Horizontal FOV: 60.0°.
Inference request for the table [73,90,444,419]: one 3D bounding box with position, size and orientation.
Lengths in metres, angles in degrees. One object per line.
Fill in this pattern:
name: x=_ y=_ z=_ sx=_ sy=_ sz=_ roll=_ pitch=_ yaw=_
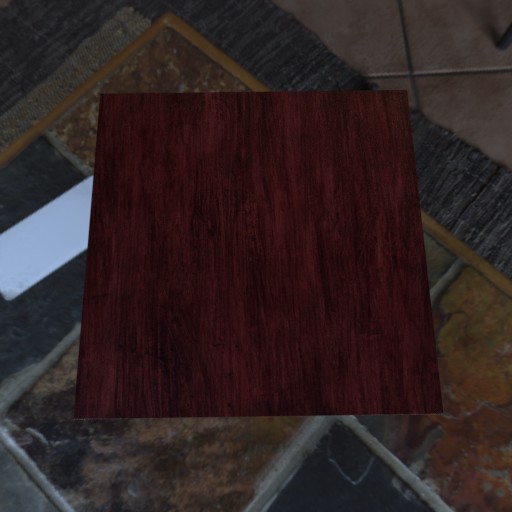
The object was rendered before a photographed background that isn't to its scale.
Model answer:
table: x=0.000 y=0.000 z=1.314 sx=0.865 sy=0.356 sz=0.865 roll=-1 pitch=76 yaw=0
